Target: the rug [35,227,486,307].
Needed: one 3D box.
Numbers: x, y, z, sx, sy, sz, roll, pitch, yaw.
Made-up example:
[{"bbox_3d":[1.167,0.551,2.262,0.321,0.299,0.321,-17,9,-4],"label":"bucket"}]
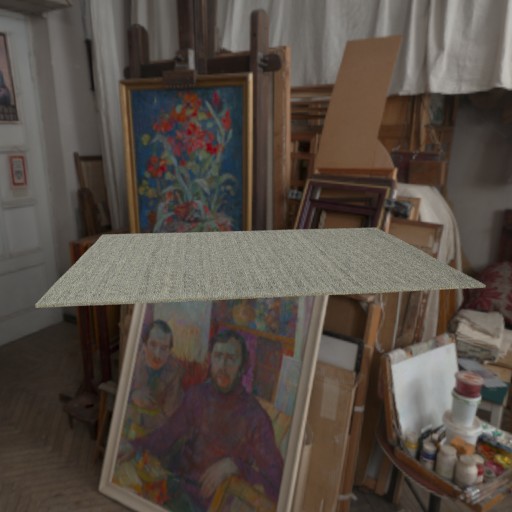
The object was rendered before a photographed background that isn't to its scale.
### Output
[{"bbox_3d":[0.000,0.000,2.956,2.297,0.018,1.532,-2,15,-7],"label":"rug"}]
